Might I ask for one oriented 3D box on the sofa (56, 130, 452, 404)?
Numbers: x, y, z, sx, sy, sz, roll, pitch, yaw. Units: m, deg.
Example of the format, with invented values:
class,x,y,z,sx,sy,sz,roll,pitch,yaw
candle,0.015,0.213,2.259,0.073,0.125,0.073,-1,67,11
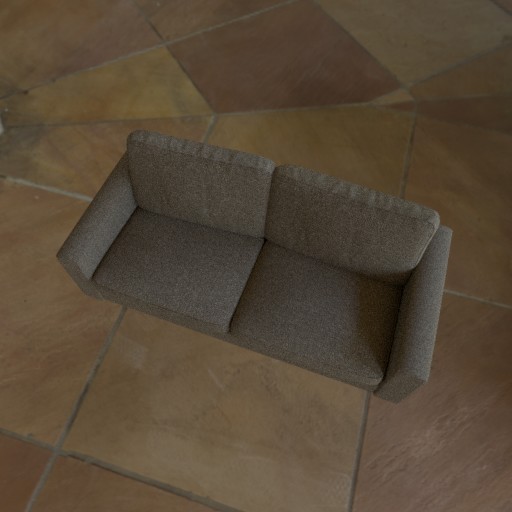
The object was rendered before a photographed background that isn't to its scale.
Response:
class,x,y,z,sx,sy,sz,roll,pitch,yaw
sofa,0.000,0.000,2.730,2.179,0.873,1.016,17,61,10
